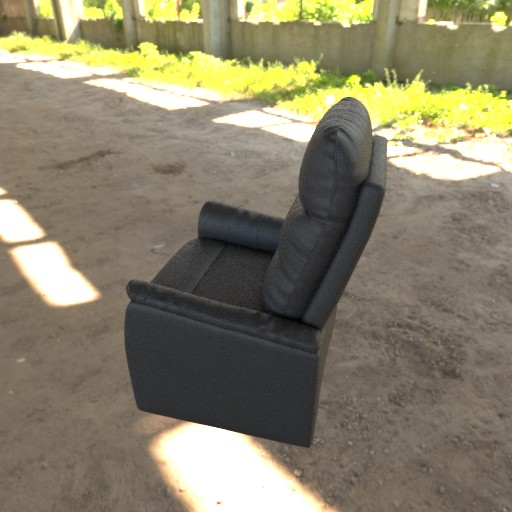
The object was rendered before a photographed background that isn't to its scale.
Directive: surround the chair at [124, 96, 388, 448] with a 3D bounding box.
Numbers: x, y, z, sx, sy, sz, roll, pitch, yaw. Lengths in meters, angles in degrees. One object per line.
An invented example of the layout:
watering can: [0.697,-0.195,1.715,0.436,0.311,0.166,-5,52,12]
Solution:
chair: [0.000,0.000,1.644,0.831,1.082,0.775,7,30,13]
